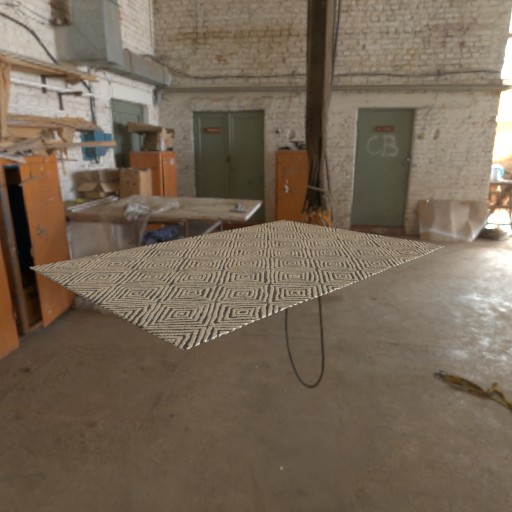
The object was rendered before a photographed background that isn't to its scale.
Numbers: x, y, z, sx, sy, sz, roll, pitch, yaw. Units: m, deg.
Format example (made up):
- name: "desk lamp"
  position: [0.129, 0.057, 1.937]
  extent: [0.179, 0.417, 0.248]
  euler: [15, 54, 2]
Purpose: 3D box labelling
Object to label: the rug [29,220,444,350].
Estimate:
- name: "rug"
  position: [0.000, 0.000, 2.217]
  extent: [1.177, 0.004, 1.750]
  euler: [14, 20, 43]
